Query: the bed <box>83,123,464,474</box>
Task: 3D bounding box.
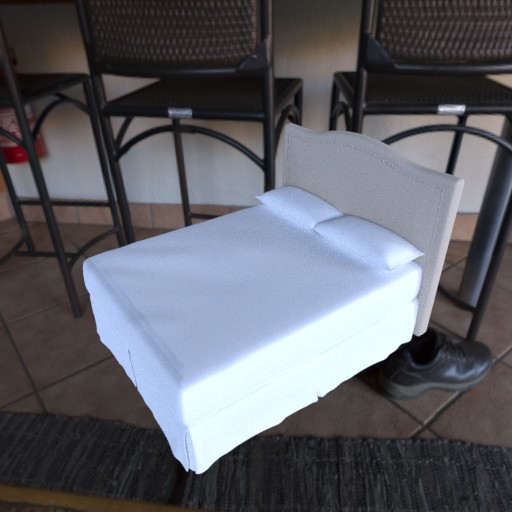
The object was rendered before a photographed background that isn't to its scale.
[{"bbox_3d":[0.000,0.000,3.137,2.052,1.398,1.678,-21,37,-30],"label":"bed"}]
